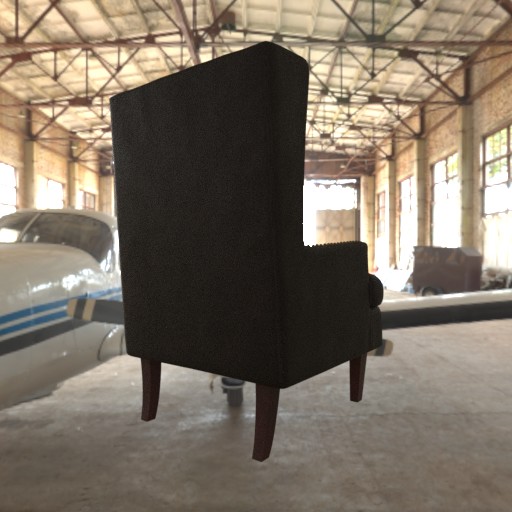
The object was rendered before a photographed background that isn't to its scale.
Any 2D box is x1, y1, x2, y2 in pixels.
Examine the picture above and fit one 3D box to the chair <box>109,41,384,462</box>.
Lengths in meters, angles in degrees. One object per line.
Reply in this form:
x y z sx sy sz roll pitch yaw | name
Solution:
0.000 0.000 1.637 0.703 1.142 0.799 0 0 37 | chair
